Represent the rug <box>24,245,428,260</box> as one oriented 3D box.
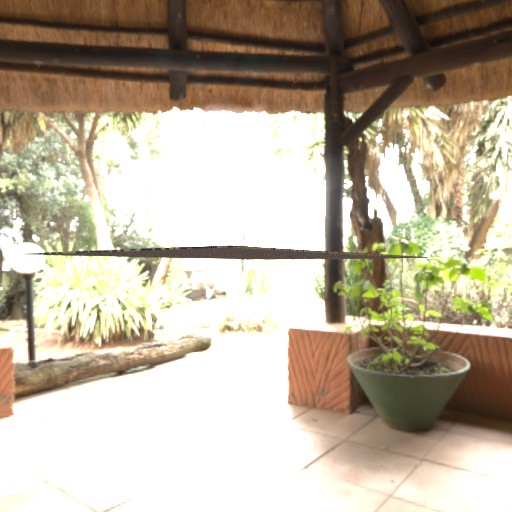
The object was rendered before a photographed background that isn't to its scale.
[{"bbox_3d":[0.000,0.000,2.332,1.220,0.007,1.828,-1,-2,38],"label":"rug"}]
